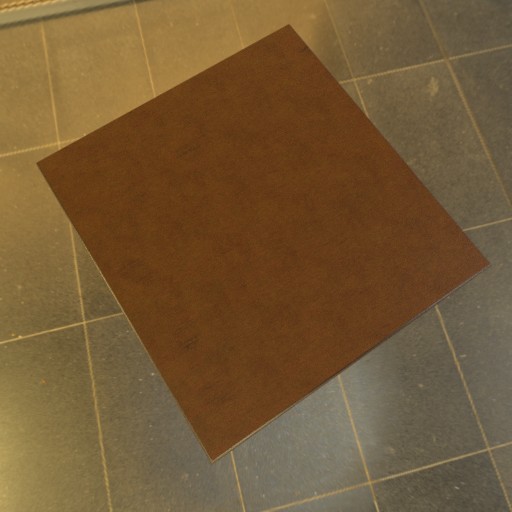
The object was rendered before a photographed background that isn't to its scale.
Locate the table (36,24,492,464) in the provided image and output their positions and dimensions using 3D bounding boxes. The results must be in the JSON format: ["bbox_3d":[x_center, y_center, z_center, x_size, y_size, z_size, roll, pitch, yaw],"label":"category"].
[{"bbox_3d":[0.000,0.000,1.041,0.560,0.562,0.602,-33,77,-9],"label":"table"}]
